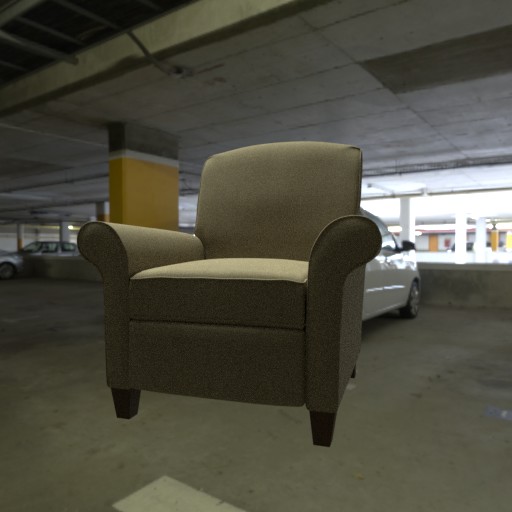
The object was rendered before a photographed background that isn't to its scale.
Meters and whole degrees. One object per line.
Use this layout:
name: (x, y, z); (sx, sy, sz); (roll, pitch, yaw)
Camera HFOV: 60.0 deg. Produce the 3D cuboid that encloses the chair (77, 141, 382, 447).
chair: (0.000, 0.000, 1.738); (0.978, 1.061, 0.905); (0, 1, 18)
